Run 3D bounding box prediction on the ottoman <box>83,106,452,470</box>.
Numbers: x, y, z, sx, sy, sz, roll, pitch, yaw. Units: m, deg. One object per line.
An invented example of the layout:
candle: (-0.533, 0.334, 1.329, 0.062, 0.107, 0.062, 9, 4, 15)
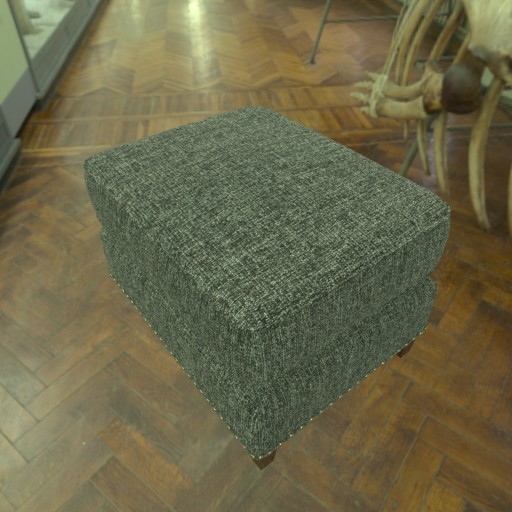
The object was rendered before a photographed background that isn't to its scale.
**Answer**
ottoman: (0.000, 0.000, 1.145, 0.589, 0.537, 0.738, -27, 48, -27)
